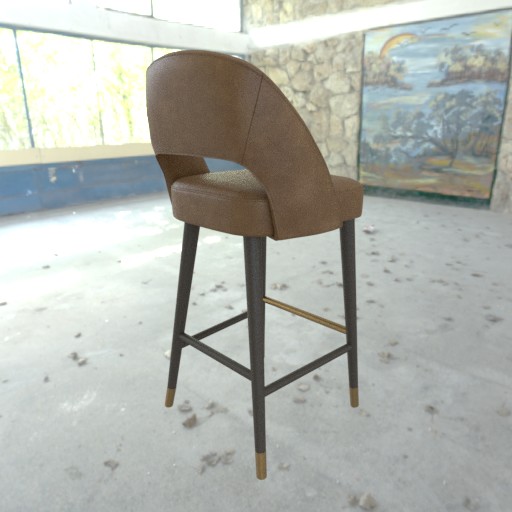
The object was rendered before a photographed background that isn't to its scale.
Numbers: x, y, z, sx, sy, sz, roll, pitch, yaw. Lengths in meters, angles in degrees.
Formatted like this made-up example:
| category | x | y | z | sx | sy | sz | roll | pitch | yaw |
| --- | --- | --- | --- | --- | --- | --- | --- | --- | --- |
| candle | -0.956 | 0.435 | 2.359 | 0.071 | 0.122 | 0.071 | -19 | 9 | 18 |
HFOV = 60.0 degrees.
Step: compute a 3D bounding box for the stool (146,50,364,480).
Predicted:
| category | x | y | z | sx | sy | sz | roll | pitch | yaw |
| --- | --- | --- | --- | --- | --- | --- | --- | --- | --- |
| stool | 0.000 | 0.000 | 1.279 | 0.509 | 1.037 | 0.494 | -16 | 24 | -42 |
